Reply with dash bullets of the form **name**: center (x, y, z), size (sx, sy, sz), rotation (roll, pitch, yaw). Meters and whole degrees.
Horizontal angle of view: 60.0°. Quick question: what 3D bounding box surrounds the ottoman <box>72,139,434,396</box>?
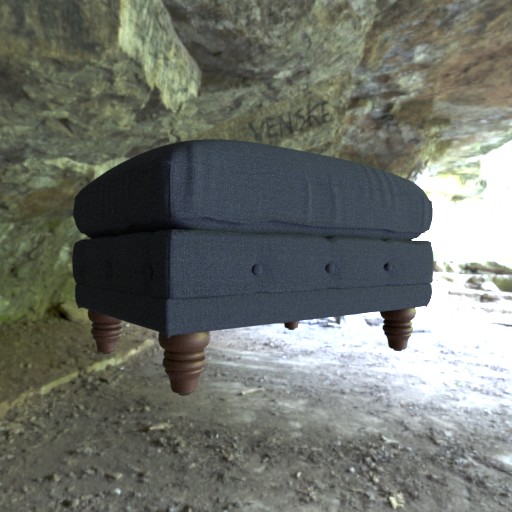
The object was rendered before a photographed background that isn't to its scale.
- **ottoman**: center (0.000, 0.000, 1.133), size (0.767, 0.486, 0.558), rotation (0, 0, -37)
